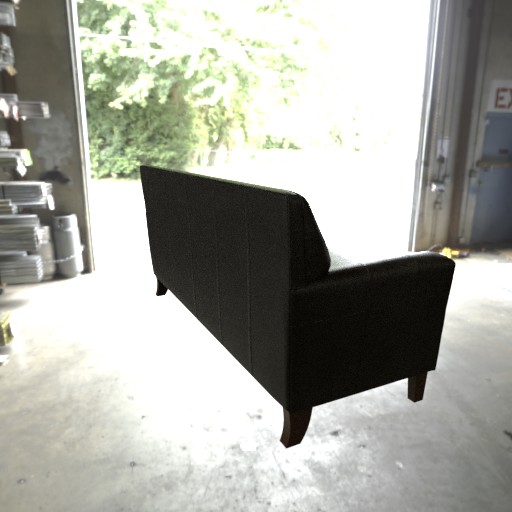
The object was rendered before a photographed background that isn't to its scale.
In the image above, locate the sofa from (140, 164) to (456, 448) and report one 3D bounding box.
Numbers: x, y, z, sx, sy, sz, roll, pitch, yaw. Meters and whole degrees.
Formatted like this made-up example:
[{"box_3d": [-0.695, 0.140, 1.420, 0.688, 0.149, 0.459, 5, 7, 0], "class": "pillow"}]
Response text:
[{"box_3d": [0.000, 0.000, 2.498, 0.805, 0.947, 2.053, -7, 16, -26], "class": "sofa"}]
